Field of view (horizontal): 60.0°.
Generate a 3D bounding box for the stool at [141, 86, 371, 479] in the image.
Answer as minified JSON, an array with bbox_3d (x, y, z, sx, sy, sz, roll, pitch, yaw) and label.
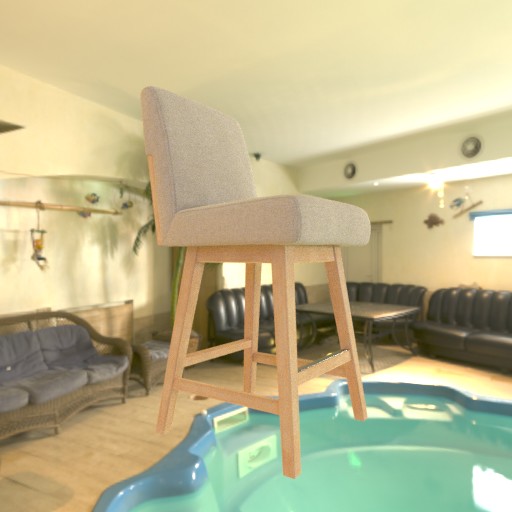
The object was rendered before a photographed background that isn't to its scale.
[{"bbox_3d":[0.000,0.000,1.427,0.606,1.085,0.507,0,0,35],"label":"stool"}]
